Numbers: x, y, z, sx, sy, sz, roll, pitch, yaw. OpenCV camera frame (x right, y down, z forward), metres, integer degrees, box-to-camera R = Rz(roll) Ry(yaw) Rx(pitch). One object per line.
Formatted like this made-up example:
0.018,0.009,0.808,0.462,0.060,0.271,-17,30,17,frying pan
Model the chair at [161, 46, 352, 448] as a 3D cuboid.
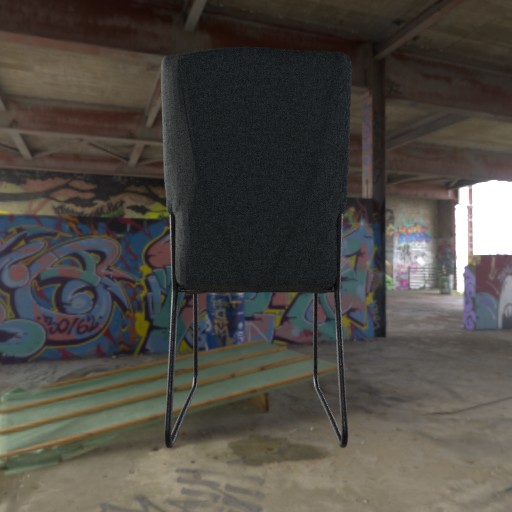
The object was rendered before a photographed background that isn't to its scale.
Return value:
0.000,0.000,1.275,0.480,0.931,0.635,0,-1,0,chair
